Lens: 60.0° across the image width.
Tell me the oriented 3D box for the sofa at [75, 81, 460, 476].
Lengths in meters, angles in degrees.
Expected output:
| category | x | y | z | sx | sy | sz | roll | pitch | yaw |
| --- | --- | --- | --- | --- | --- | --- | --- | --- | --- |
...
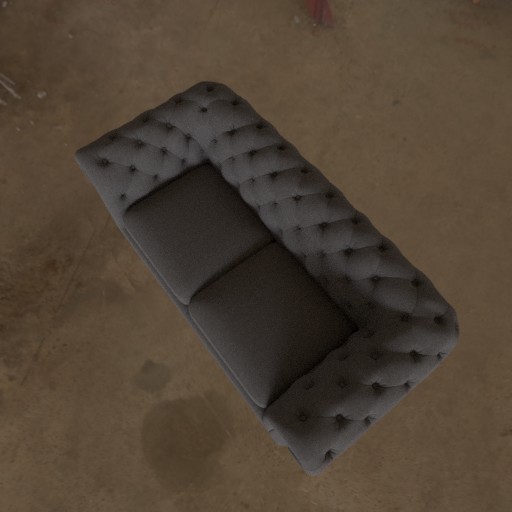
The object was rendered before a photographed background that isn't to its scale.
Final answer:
| category | x | y | z | sx | sy | sz | roll | pitch | yaw |
| --- | --- | --- | --- | --- | --- | --- | --- | --- | --- |
| sofa | 0.000 | 0.000 | 2.420 | 0.986 | 0.764 | 1.998 | -35 | 69 | -16 |
